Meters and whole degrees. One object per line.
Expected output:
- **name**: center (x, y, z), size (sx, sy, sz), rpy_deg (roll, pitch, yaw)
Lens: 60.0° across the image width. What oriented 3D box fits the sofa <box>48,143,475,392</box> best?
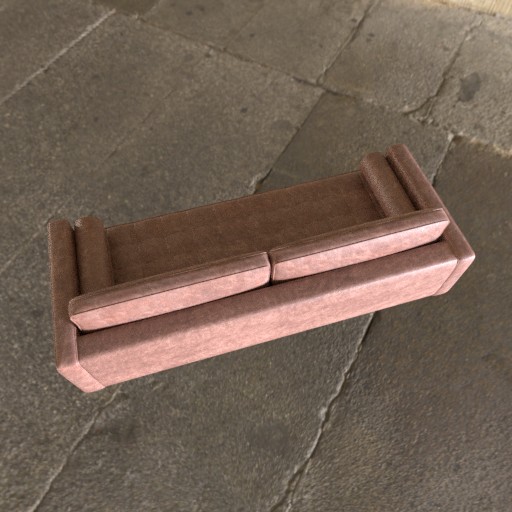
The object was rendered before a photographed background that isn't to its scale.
- **sofa**: center (0.000, 0.000, 2.591), size (2.210, 0.762, 0.914), rpy_deg (-14, 60, -8)
